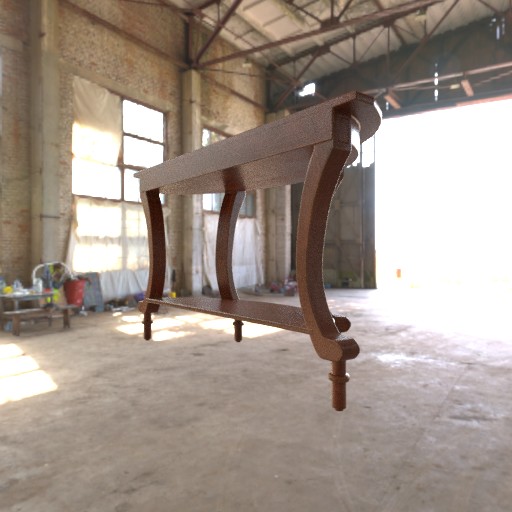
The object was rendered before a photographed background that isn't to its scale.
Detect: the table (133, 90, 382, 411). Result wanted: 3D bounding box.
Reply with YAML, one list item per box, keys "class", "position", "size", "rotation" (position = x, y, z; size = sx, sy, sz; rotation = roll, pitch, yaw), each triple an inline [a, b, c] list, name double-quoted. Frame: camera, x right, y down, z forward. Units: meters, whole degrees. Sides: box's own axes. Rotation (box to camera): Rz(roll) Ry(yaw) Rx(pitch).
- class: "table"
  position: [0.000, 0.000, 1.524]
  size: [0.394, 0.699, 1.198]
  rotation: [0, 0, -38]
